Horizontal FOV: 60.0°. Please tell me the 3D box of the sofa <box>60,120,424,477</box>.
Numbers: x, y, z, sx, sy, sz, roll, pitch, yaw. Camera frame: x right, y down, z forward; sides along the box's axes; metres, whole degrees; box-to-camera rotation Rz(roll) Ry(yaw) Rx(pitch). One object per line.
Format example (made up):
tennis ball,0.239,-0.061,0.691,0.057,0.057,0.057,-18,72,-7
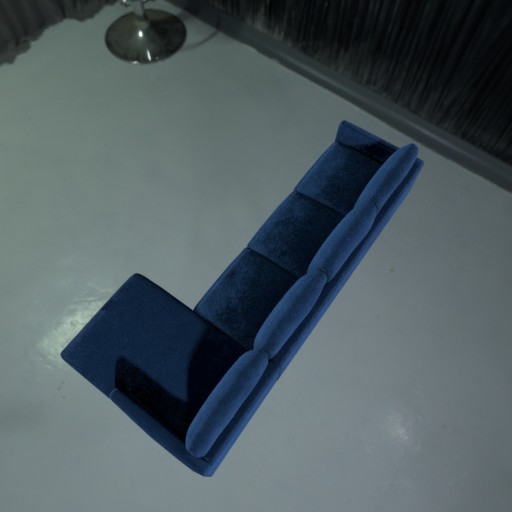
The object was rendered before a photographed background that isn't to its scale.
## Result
sofa,0.000,0.000,3.468,1.350,0.810,2.932,33,68,15
